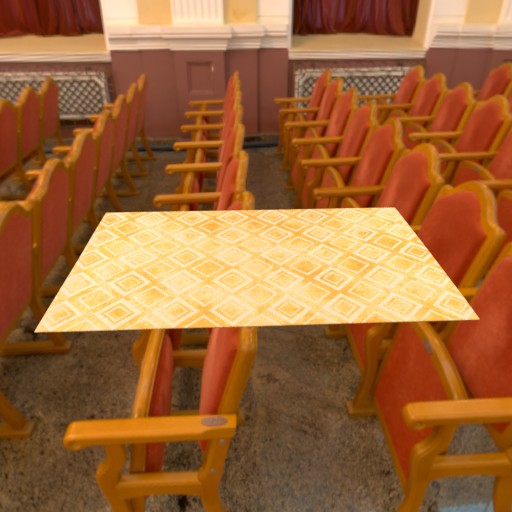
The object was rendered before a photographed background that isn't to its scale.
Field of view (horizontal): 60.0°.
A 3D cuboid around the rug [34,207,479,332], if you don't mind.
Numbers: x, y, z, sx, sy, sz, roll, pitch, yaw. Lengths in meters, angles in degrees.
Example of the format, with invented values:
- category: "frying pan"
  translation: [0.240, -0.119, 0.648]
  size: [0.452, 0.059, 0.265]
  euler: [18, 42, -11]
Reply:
- category: "rug"
  translation: [0.000, 0.000, 3.054]
  size: [2.424, 0.010, 1.511]
  euler: [-1, 30, -2]
